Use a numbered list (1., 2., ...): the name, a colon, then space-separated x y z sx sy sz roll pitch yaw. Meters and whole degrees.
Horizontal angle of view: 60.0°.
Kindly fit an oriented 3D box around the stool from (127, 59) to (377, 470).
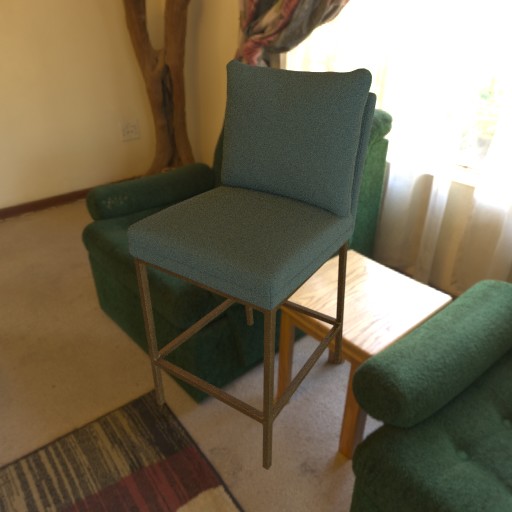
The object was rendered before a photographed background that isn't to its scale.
1. stool: 0.000 0.000 1.326 0.463 1.032 0.568 19 35 29
